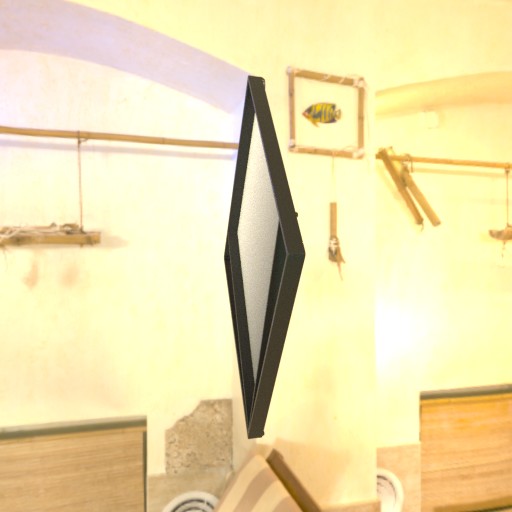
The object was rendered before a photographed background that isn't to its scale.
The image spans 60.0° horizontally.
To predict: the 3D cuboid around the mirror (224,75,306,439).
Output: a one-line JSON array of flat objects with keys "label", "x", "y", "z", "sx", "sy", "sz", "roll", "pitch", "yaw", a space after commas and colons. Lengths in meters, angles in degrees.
[{"label": "mirror", "x": 0.000, "y": 0.000, "z": 0.832, "sx": 0.032, "sy": 0.679, "sz": 0.419, "roll": 0, "pitch": -1, "yaw": -17}]
